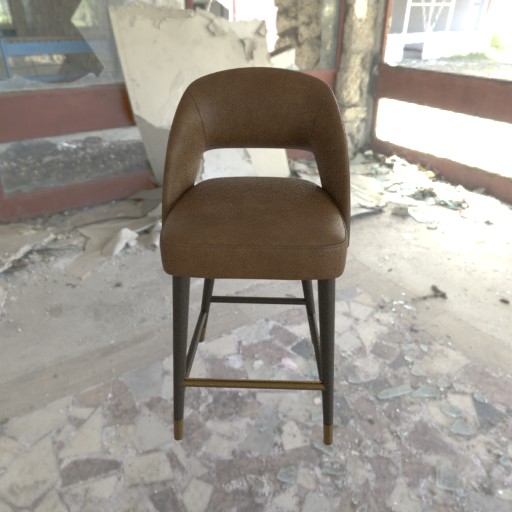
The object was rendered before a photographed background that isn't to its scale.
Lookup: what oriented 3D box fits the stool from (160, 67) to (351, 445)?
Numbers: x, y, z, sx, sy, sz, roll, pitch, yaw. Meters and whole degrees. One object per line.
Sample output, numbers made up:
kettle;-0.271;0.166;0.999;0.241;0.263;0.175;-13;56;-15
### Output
stool;0.000;0.000;1.254;0.494;0.940;0.509;1;29;2
